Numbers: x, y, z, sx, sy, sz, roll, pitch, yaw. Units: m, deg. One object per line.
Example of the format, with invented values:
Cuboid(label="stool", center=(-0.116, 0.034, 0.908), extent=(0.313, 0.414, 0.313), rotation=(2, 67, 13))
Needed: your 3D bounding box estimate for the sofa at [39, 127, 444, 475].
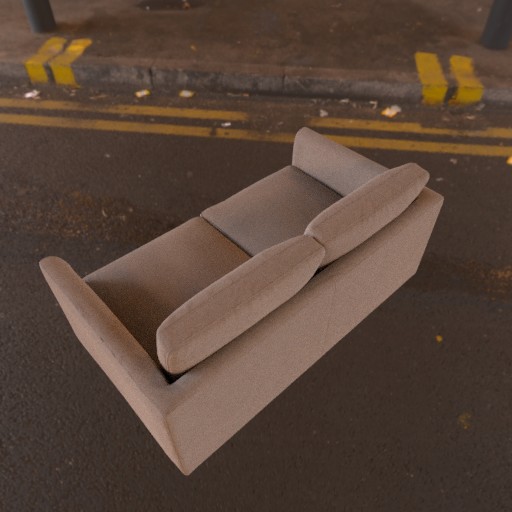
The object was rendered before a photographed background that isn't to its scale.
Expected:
Cuboid(label="sofa", center=(0.000, 0.000, 2.472), extent=(1.905, 0.839, 1.091), rotation=(-33, 54, -28))
